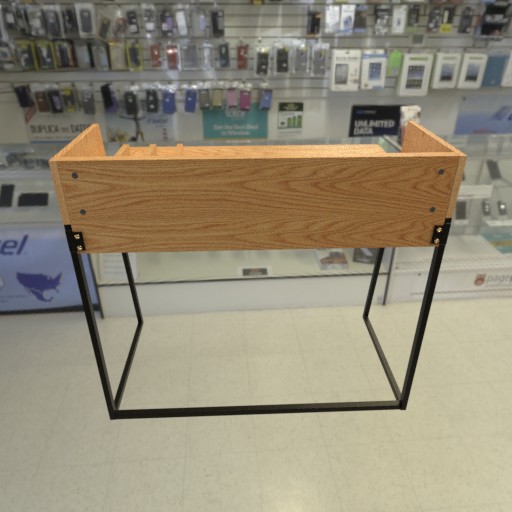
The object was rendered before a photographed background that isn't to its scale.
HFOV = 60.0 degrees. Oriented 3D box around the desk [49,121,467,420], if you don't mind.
[{"bbox_3d":[0.000,0.000,1.844,1.191,1.061,0.769,-1,30,-2],"label":"desk"}]
